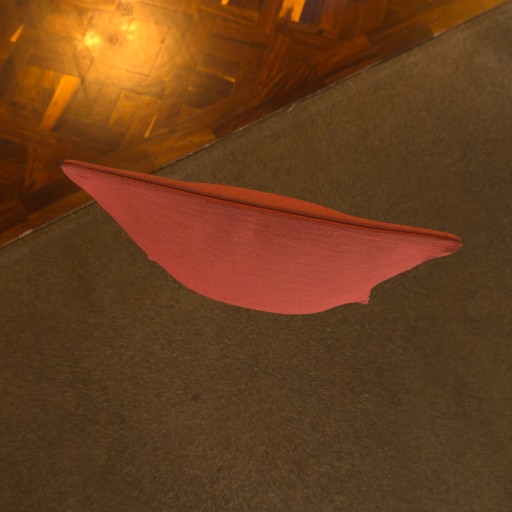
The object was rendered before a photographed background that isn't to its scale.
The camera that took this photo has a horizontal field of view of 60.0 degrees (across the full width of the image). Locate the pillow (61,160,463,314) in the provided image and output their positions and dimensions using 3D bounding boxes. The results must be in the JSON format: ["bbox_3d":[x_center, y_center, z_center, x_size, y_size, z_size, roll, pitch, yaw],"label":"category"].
[{"bbox_3d":[0.000,0.000,0.660,0.435,0.416,0.151,12,76,3],"label":"pillow"}]
